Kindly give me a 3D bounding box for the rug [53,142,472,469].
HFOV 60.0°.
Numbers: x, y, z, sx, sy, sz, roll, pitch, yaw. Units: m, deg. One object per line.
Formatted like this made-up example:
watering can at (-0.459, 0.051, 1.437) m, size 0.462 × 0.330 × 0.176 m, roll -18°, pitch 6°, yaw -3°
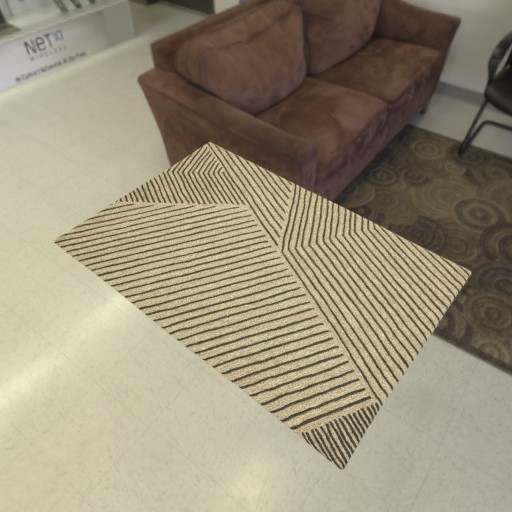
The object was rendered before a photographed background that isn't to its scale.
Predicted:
rug at (0.000, 0.000, 2.331) m, size 1.842 × 0.019 × 1.237 m, roll 31°, pitch 55°, yaw 25°
